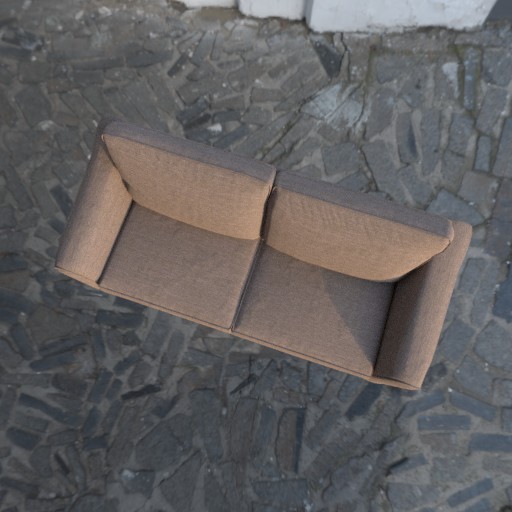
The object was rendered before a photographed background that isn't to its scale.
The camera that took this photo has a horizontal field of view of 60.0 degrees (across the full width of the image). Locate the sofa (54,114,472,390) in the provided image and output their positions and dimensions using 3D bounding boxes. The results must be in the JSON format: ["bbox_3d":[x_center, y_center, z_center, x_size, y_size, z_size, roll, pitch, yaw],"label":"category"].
[{"bbox_3d":[0.000,0.000,2.719,2.270,0.965,0.980,18,76,4],"label":"sofa"}]
